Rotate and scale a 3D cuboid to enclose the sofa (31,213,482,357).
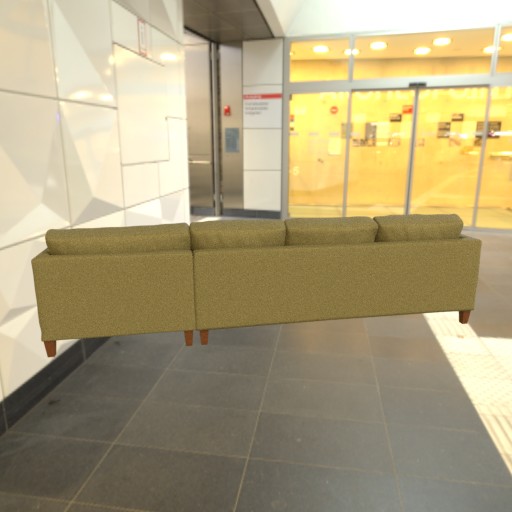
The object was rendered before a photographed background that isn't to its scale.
[{"bbox_3d":[0.000,0.000,3.877,3.186,0.861,1.625,-3,15,-10],"label":"sofa"}]
